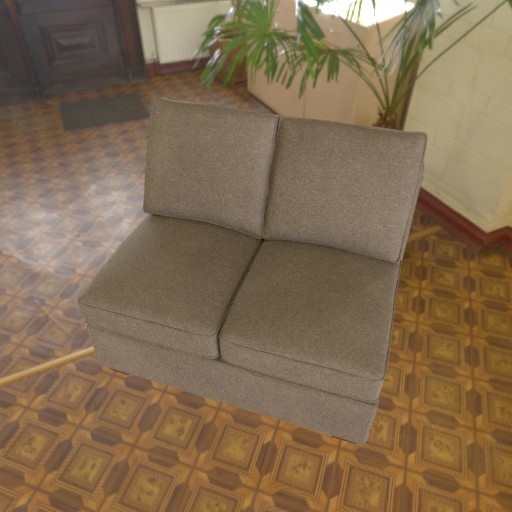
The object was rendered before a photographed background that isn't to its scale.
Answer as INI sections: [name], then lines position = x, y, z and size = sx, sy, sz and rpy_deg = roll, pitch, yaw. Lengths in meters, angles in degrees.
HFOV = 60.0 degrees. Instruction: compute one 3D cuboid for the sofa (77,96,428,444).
[sofa]
position = 0.000, 0.000, 1.927
size = 1.237, 1.008, 0.951
rpy_deg = 12, 42, 14
